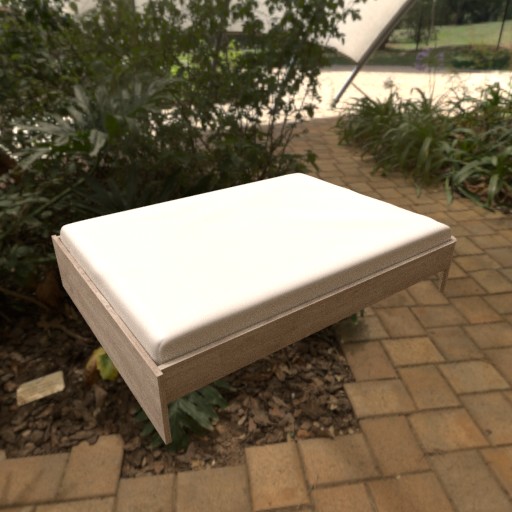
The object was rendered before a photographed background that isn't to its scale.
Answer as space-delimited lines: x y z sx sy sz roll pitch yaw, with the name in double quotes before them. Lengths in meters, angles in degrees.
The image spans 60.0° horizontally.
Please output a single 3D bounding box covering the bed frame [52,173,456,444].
"bed frame" 0.000 0.000 2.684 1.950 0.462 1.490 -18 32 -31
